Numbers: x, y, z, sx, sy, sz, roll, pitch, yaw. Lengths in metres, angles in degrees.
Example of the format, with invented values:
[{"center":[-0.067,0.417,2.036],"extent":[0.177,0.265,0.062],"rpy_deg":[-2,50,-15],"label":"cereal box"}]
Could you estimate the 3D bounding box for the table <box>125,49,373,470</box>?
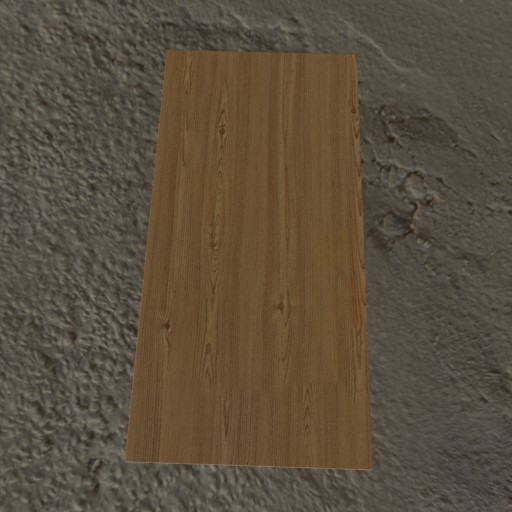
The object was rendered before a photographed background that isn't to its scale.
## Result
[{"center":[0.000,0.000,2.213],"extent":[0.901,0.750,1.797],"rpy_deg":[2,74,0],"label":"table"}]
